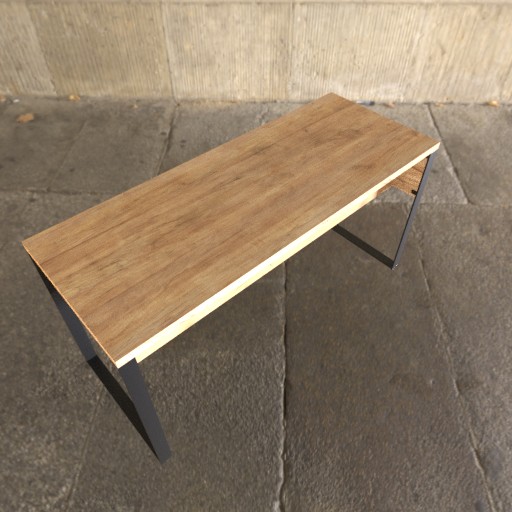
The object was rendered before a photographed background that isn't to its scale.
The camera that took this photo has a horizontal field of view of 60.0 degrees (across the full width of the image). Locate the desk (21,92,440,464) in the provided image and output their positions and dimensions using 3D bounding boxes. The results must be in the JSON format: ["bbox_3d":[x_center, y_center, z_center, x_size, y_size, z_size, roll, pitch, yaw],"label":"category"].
[{"bbox_3d":[0.000,0.000,1.914,1.520,0.760,0.600,-34,55,-28],"label":"desk"}]
